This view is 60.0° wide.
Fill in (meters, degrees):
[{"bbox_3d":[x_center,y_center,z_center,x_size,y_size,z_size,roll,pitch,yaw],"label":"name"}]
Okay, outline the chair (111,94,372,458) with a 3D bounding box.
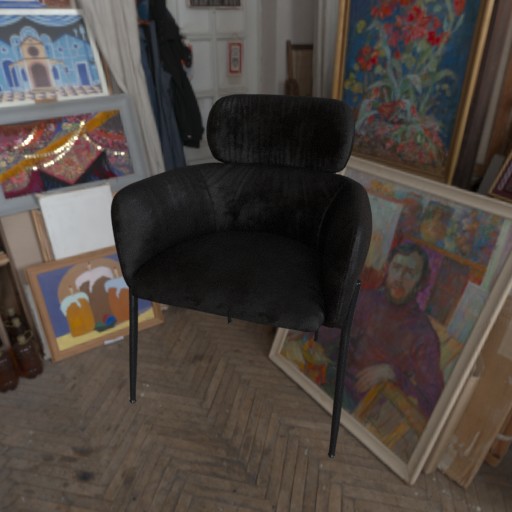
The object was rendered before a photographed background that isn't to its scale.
[{"bbox_3d":[0.000,0.000,1.295,0.640,0.818,0.604,9,29,16],"label":"chair"}]
